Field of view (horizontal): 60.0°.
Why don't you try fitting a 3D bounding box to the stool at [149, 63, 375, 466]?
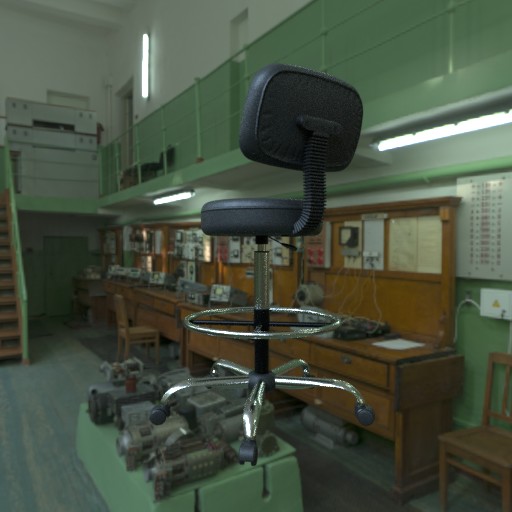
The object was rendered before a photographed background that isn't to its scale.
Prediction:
[{"bbox_3d":[0.000,0.000,1.515,0.694,1.069,0.658,-1,2,-35],"label":"stool"}]
